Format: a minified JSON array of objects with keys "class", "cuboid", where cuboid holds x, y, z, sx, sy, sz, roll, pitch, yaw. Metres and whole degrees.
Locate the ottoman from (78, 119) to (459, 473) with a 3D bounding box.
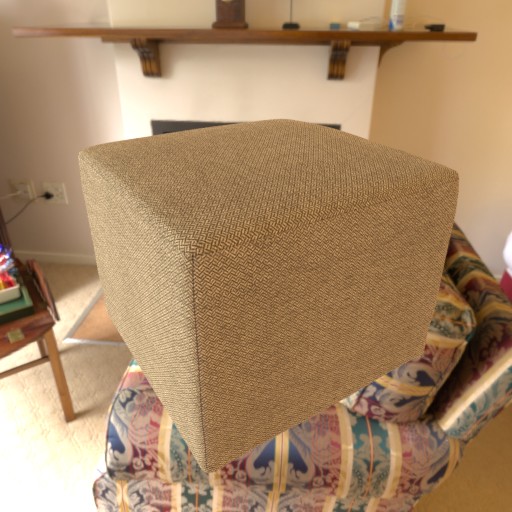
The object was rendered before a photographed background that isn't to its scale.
[{"class":"ottoman","cuboid":[0.000,0.000,0.886,0.519,0.453,0.512,-18,33,-29]}]
